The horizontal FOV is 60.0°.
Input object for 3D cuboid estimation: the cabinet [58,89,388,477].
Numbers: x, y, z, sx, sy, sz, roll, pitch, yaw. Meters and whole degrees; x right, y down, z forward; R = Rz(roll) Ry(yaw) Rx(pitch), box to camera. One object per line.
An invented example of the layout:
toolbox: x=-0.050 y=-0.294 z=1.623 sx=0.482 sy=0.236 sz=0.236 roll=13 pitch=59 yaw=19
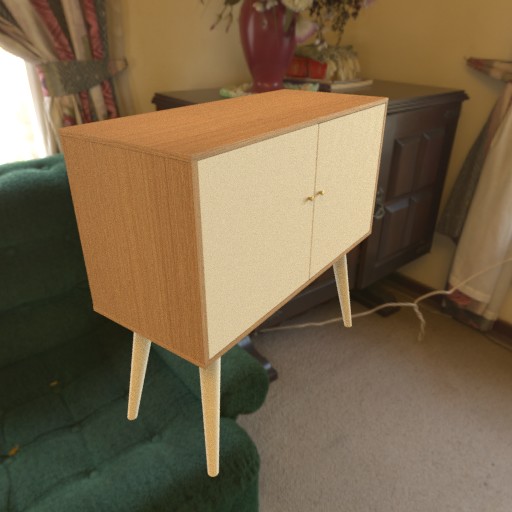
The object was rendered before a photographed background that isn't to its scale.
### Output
cabinet: x=0.000 y=0.000 z=1.608 sx=0.470 sy=1.016 sz=1.057 roll=18 pitch=32 yaw=32
